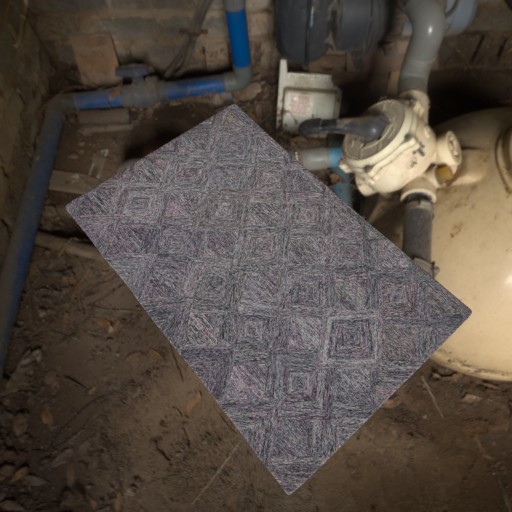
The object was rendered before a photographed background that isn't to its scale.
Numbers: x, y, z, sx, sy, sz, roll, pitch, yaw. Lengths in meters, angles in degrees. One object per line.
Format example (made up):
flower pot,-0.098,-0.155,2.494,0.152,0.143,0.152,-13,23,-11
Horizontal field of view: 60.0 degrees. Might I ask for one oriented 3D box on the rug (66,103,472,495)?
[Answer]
rug,0.000,0.000,2.178,1.158,0.013,1.752,-37,68,-18
